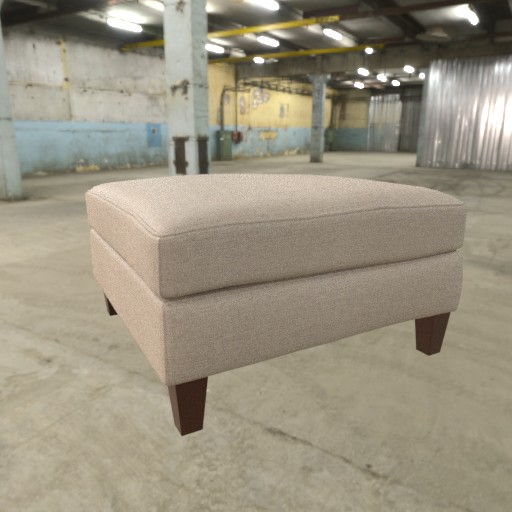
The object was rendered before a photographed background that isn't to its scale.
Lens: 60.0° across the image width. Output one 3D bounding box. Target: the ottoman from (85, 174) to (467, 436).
[{"bbox_3d":[0.000,0.000,1.330,0.838,0.481,0.838,-8,17,-28],"label":"ottoman"}]
